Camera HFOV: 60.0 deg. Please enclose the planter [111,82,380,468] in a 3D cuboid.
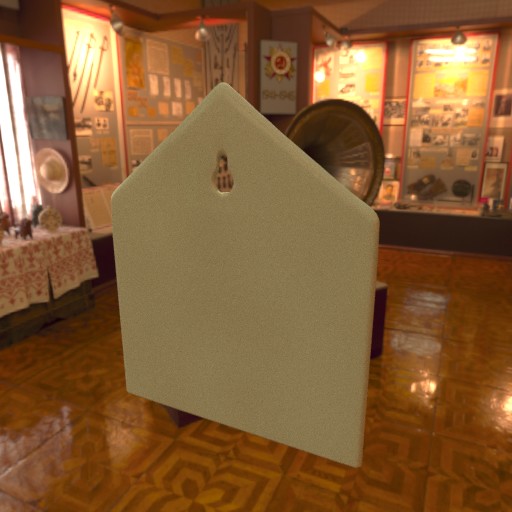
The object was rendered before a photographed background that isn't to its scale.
[{"bbox_3d":[0.000,0.000,0.279,0.164,0.197,0.079,8,18,26],"label":"planter"}]
